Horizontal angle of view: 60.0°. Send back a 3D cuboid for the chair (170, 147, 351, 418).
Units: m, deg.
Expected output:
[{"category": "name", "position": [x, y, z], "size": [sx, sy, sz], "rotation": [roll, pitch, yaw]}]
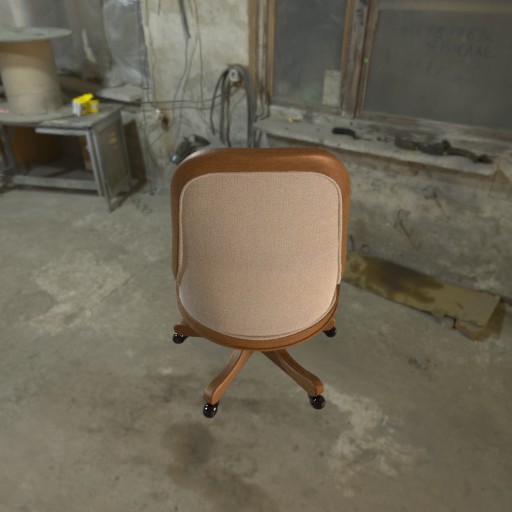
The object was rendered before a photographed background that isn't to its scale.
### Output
[{"category": "chair", "position": [0.000, 0.000, 1.524], "size": [0.702, 1.009, 0.811], "rotation": [-1, 32, -1]}]
